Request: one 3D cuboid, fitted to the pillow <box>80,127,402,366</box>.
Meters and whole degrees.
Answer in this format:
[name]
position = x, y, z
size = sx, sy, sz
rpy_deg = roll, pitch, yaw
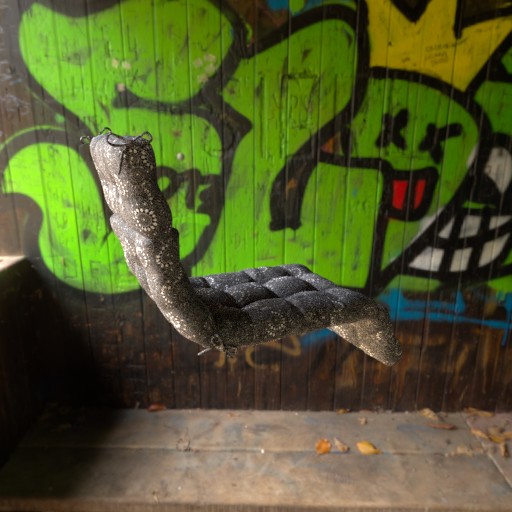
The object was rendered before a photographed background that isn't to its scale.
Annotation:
[pillow]
position = 0.000, 0.000, 1.541
size = 1.016, 0.863, 0.526
rpy_deg = -8, 18, -26
